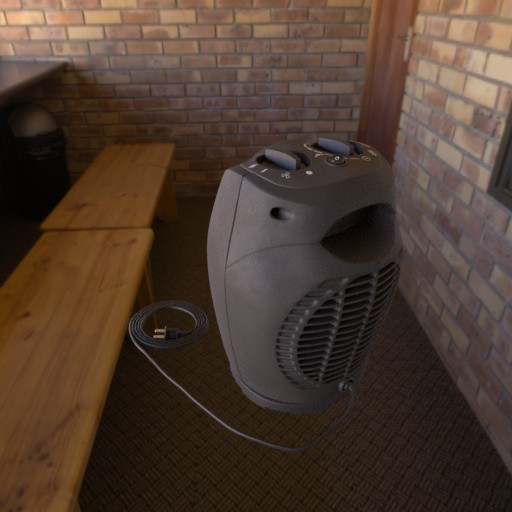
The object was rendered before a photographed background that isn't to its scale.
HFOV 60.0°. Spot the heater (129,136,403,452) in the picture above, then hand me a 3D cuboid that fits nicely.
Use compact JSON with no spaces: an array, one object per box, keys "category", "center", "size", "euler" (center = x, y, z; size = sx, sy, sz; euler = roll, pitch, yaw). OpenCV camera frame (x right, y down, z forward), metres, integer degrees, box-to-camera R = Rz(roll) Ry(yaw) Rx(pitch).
[{"category":"heater","center":[0.000,0.000,0.473],"size":[0.239,0.255,0.291],"euler":[-20,36,-30]}]
